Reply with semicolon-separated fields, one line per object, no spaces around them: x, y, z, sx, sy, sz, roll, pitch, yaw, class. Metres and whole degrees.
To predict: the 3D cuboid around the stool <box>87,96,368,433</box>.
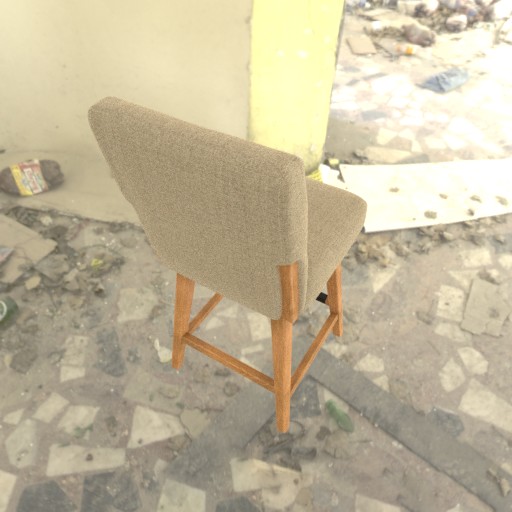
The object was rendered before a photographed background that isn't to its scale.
0.000;0.000;1.243;0.459;1.010;0.526;24;50;22;stool
